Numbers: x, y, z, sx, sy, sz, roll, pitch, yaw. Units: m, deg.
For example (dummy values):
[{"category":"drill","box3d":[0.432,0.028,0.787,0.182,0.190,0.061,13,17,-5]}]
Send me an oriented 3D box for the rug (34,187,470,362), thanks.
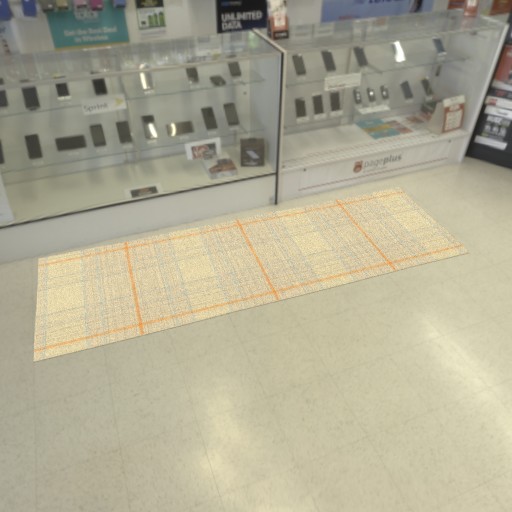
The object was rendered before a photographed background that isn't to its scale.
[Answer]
[{"category":"rug","box3d":[0.000,0.000,2.627,2.442,0.016,0.770,-13,42,-14]}]
